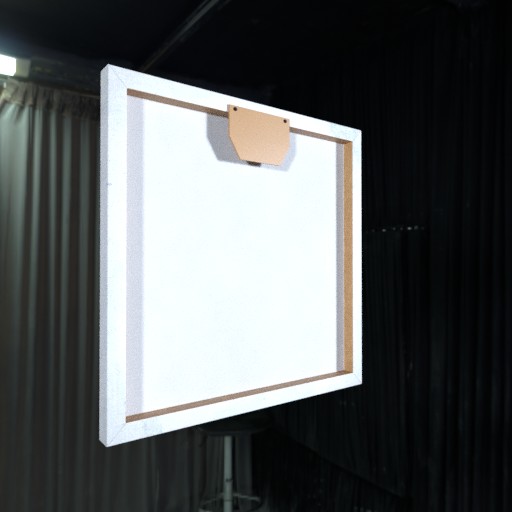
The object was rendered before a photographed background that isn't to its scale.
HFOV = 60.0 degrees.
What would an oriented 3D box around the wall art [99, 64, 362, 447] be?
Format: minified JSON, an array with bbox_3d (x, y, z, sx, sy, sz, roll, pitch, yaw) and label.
[{"bbox_3d":[0.000,0.000,0.890,0.605,0.605,0.044,0,-1,-36],"label":"wall art"}]
